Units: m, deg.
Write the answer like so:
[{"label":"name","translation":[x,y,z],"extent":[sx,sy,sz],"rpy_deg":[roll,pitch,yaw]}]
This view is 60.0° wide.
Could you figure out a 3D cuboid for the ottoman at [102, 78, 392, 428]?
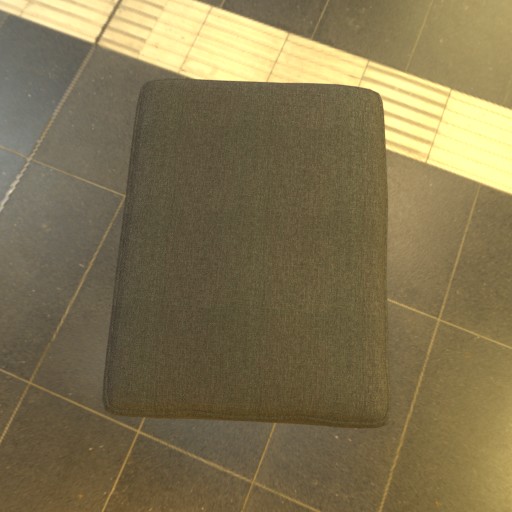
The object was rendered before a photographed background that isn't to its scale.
[{"label":"ottoman","translation":[0.000,0.000,1.208],"extent":[0.639,0.496,0.826],"rpy_deg":[3,76,1]}]
